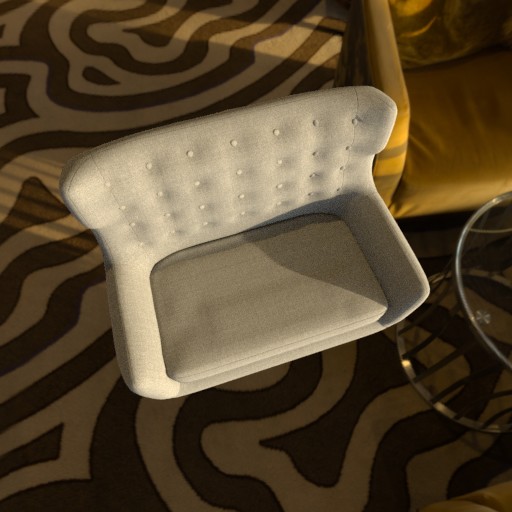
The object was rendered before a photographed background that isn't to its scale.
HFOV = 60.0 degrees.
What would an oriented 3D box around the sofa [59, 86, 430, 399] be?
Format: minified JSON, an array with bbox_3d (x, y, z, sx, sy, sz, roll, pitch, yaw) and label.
[{"bbox_3d":[0.000,0.000,2.025,1.386,1.028,0.884,-16,64,-8],"label":"sofa"}]
